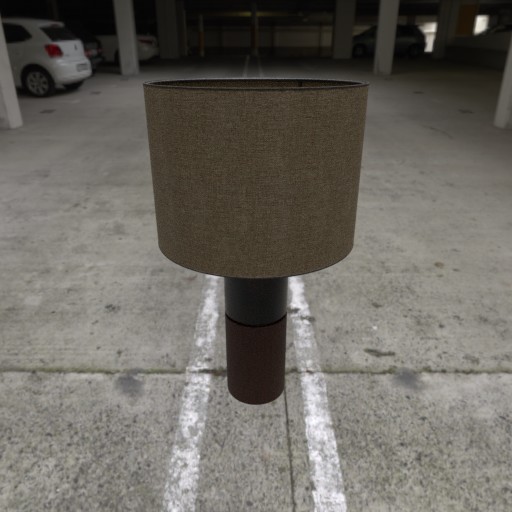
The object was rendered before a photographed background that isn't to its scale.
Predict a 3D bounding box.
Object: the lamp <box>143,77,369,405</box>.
[{"bbox_3d":[0.000,0.000,0.476,0.202,0.350,0.202,0,24,0],"label":"lamp"}]
